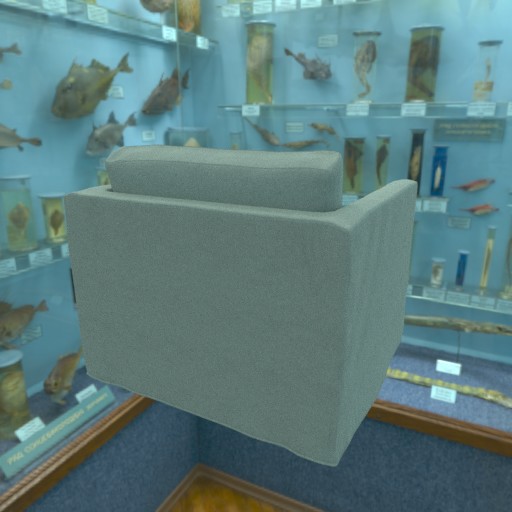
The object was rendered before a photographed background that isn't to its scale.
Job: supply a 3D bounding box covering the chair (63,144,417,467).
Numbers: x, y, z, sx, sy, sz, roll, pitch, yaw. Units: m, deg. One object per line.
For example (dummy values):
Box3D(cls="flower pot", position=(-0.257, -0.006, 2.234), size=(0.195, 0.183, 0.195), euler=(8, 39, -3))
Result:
Box3D(cls="chair", position=(0.000, 0.000, 1.747), size=(1.057, 0.863, 0.949), euler=(9, 19, 28))
